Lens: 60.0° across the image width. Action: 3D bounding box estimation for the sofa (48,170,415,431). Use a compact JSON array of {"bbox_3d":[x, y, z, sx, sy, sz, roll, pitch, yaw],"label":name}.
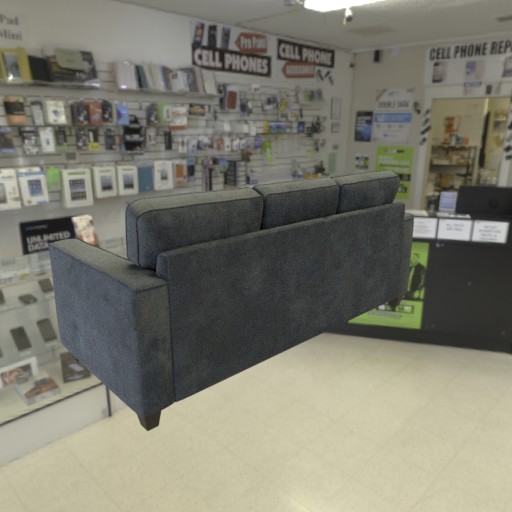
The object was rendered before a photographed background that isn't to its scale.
[{"bbox_3d":[0.000,0.000,2.697,2.133,0.965,0.939,-14,22,-41],"label":"sofa"}]
